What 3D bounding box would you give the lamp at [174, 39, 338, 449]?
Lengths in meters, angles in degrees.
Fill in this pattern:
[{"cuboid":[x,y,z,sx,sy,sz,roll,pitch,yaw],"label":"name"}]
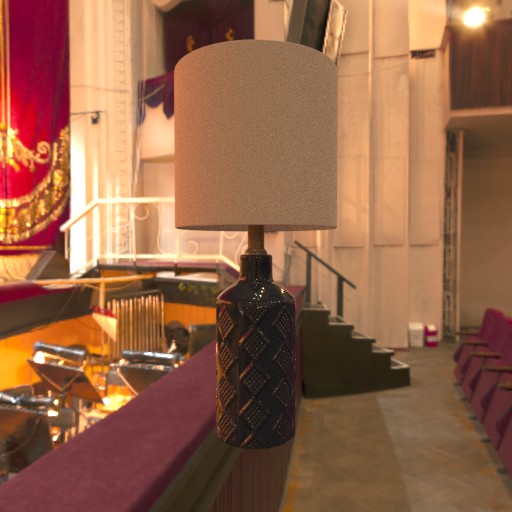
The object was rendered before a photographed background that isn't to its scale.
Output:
[{"cuboid":[0.000,0.000,0.574,0.207,0.461,0.207,0,1,16],"label":"lamp"}]
